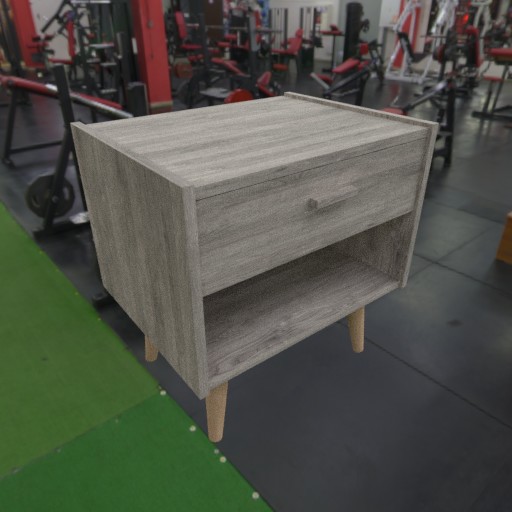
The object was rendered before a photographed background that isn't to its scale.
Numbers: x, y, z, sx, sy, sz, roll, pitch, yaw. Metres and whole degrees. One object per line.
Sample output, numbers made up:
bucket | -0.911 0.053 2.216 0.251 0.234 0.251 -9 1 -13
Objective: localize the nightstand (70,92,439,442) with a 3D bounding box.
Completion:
nightstand | 0.000 0.000 0.850 0.480 0.500 0.380 -21 36 -32
